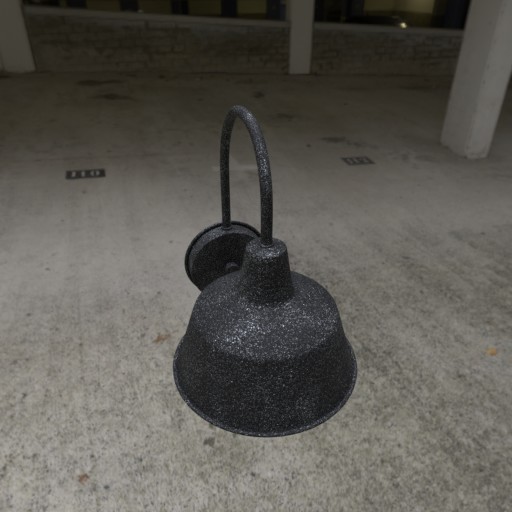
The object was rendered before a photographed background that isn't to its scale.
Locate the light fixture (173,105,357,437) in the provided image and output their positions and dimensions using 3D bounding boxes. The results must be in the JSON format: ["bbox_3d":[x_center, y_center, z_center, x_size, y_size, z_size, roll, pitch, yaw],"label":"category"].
[{"bbox_3d":[0.000,0.000,0.488,0.216,0.300,0.283,-10,34,-15],"label":"light fixture"}]
